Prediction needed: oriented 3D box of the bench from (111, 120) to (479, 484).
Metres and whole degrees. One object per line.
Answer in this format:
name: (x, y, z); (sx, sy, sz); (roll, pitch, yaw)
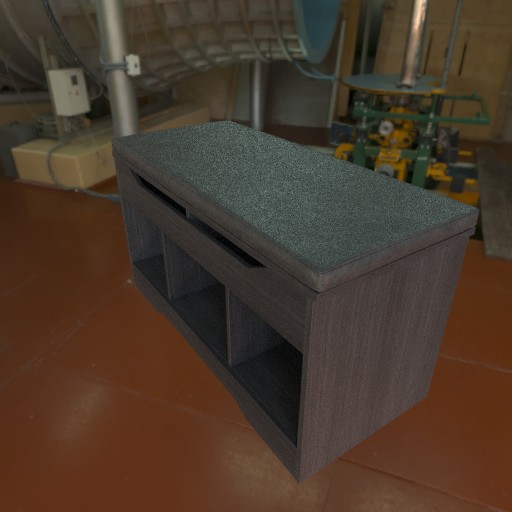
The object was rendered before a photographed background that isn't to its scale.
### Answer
bench: (0.000, 0.000, 1.171); (0.401, 0.501, 0.905); (-19, 34, -30)
